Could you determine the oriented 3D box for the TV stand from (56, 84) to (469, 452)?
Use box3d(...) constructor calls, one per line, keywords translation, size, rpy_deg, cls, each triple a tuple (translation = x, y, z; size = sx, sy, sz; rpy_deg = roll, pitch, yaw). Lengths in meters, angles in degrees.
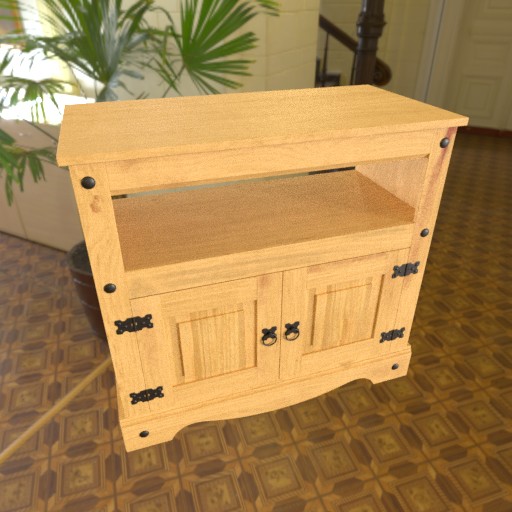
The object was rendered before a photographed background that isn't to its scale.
box3d(translation=(0.000, 0.000, 1.235), size=(0.851, 0.787, 0.430), rpy_deg=(-10, 32, -16), cls="TV stand")
